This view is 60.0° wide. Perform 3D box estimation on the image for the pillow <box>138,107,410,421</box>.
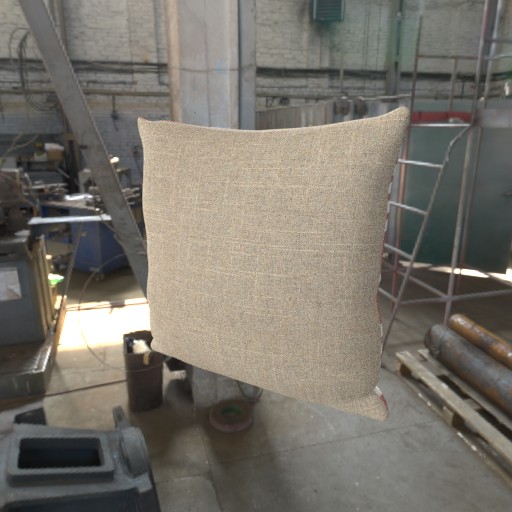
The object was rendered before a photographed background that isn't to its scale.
[{"bbox_3d":[0.000,0.000,0.681,0.439,0.427,0.182,9,18,28],"label":"pillow"}]
